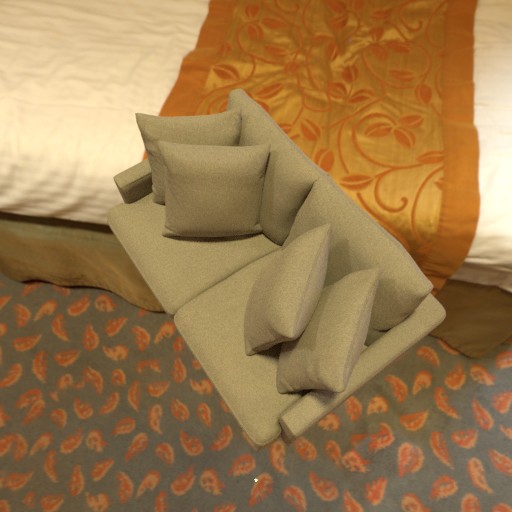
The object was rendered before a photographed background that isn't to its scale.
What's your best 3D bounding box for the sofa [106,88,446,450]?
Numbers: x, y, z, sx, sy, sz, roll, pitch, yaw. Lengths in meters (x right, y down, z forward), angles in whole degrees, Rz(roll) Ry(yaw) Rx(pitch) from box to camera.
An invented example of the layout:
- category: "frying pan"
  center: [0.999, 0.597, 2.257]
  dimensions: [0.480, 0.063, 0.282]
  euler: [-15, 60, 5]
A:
- category: "sofa"
  center: [0.000, 0.000, 2.637]
  dimensions: [1.228, 1.080, 1.869]
  euler: [-33, 68, -15]
